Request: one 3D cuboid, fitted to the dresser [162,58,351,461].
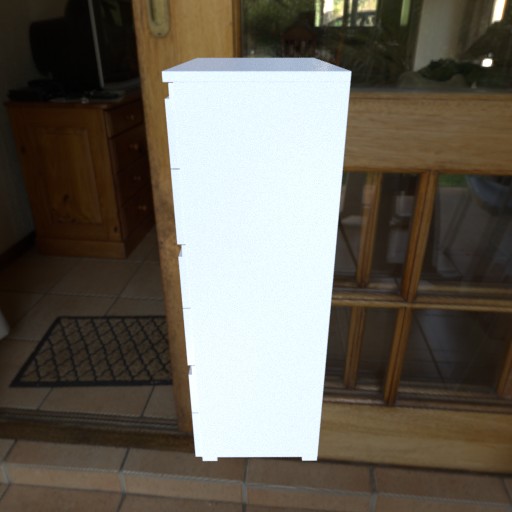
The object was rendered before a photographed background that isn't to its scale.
[{"bbox_3d":[0.000,0.000,1.489,0.400,1.190,0.650,0,26,0],"label":"dresser"}]
